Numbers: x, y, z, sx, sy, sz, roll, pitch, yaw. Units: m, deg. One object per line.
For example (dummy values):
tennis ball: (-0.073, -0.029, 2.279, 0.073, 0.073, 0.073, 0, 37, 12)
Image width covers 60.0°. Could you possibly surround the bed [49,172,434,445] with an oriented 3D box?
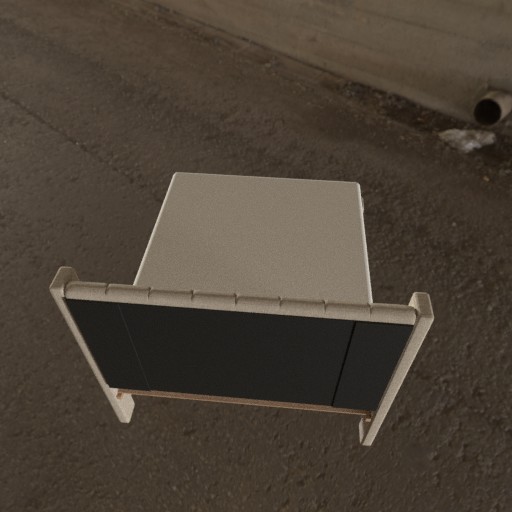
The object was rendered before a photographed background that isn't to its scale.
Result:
bed: (0.000, 0.000, 3.733, 2.045, 1.743, 2.370, 4, 47, 4)
